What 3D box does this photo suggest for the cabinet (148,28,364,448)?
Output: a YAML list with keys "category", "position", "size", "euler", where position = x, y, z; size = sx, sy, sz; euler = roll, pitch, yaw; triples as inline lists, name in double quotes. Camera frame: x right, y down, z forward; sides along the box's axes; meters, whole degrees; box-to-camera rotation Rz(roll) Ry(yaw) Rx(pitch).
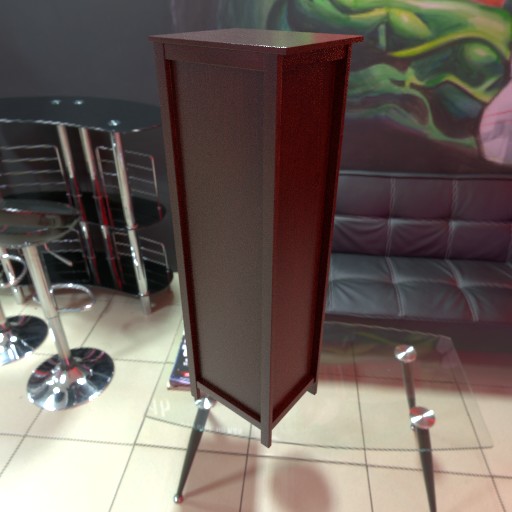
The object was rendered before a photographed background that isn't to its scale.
- category: "cabinet"
  position: [0.000, 0.000, 1.701]
  size: [0.500, 1.518, 0.401]
  euler: [22, 37, 32]
